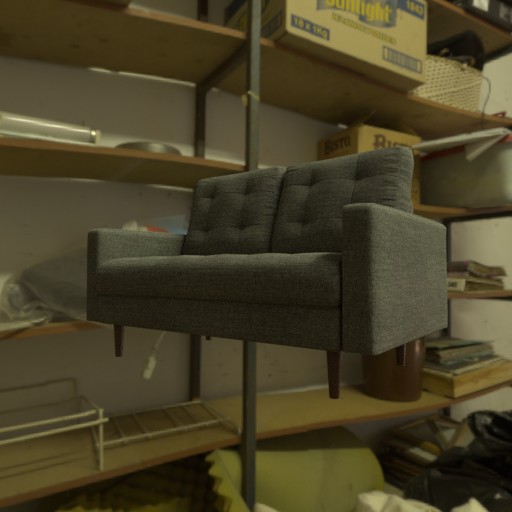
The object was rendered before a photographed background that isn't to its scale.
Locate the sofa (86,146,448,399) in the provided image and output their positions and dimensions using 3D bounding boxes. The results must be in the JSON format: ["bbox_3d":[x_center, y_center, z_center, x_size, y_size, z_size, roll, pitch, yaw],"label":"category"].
[{"bbox_3d":[0.000,0.000,1.949,1.407,0.907,0.842,-1,-2,37],"label":"sofa"}]
